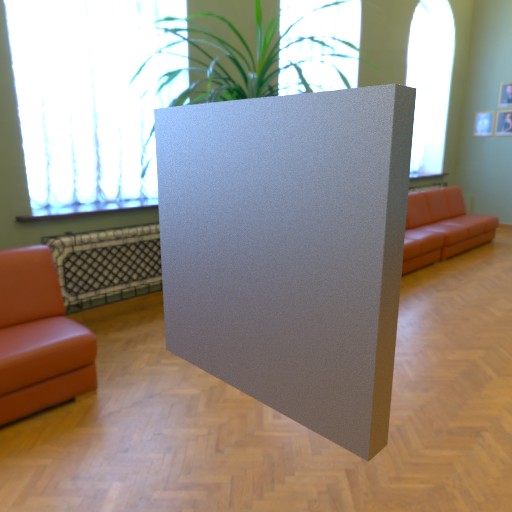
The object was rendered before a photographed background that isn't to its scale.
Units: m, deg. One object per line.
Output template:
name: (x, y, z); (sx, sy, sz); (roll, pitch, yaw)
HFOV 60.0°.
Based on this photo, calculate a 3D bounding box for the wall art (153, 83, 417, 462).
wall art: (0.000, 0.000, 0.526); (0.350, 0.350, 0.038); (14, 19, 43)
